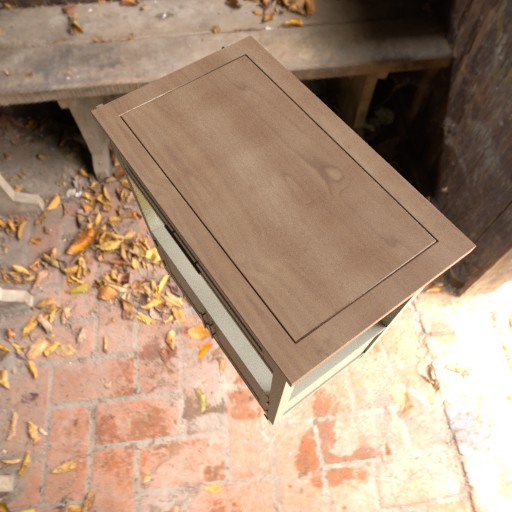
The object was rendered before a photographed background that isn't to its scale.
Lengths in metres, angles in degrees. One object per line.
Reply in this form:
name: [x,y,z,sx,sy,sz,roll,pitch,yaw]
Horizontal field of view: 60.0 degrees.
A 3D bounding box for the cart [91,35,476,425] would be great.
cart: [0.000,0.000,1.362,0.459,0.901,0.840,-33,67,-15]
